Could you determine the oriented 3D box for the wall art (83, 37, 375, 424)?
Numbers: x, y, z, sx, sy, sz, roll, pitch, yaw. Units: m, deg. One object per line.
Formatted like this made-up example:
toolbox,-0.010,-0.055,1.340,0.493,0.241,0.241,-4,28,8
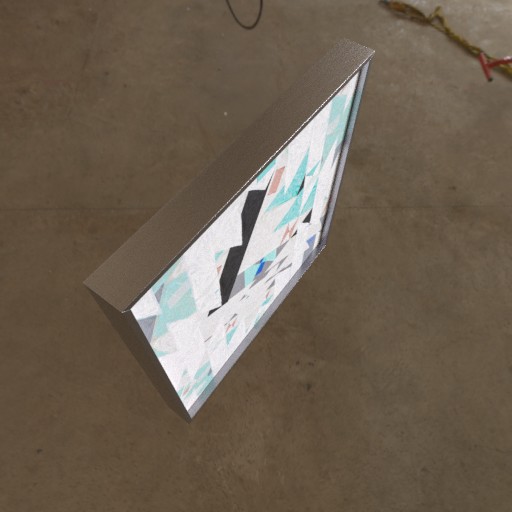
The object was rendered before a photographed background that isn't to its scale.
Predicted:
wall art,0.000,0.000,0.517,0.038,0.350,0.350,31,63,18
